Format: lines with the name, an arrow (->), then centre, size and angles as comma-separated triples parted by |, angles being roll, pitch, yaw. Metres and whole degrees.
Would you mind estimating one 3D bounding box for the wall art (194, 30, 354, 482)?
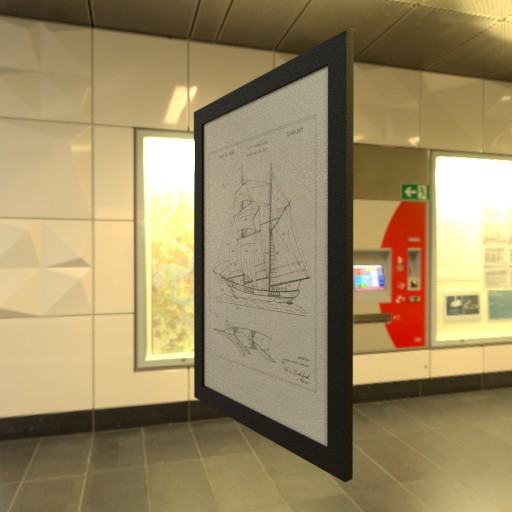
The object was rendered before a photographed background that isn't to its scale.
wall art -> 0.000, 0.000, 0.584 | 0.011, 0.459, 0.326 | 0, 1, -36
